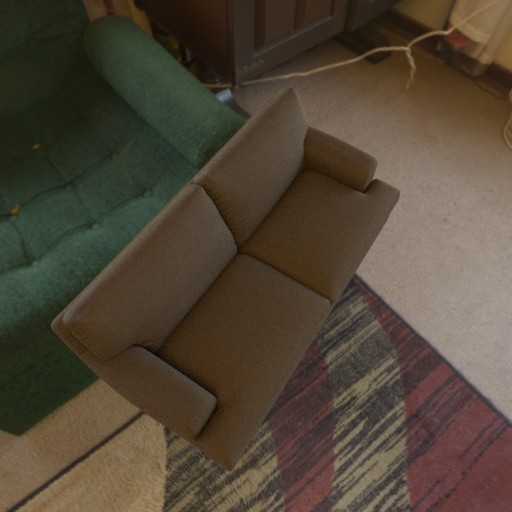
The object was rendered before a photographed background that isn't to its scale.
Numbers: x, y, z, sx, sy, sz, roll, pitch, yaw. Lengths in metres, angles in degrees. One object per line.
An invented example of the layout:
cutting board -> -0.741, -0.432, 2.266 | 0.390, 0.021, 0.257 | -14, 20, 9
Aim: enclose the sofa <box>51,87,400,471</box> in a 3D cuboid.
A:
sofa -> 0.000, 0.000, 2.859 | 1.140, 0.950, 2.271 | 29, 62, 17
